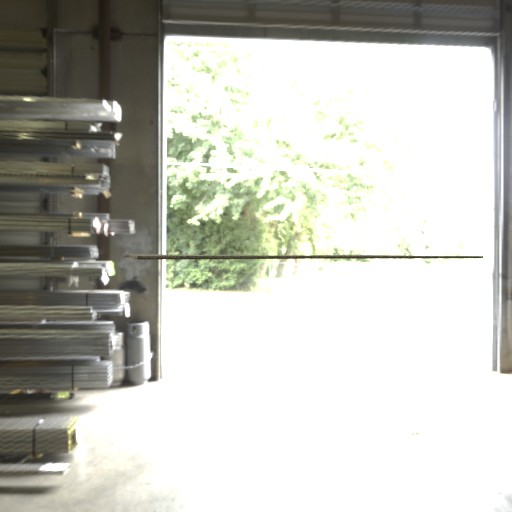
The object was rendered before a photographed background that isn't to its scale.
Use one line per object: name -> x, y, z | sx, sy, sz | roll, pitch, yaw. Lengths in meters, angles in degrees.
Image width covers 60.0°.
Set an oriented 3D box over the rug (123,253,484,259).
rug -> 0.000, 0.000, 4.916 | 2.757, 0.051, 3.626 | 0, 0, -18
